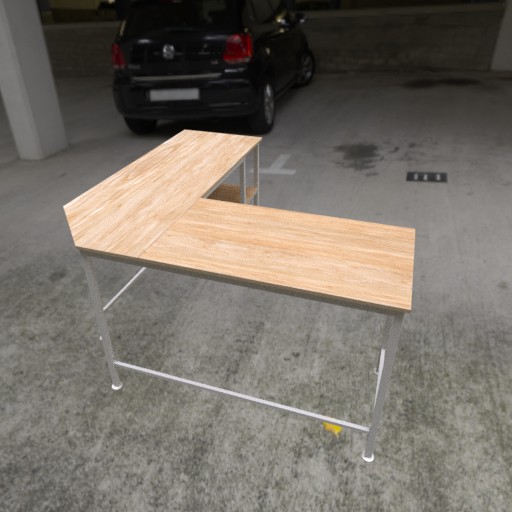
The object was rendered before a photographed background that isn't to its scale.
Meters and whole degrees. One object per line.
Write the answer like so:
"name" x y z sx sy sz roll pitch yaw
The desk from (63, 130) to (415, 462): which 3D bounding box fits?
"desk" 0.000 0.000 2.188 1.379 0.739 1.379 10 34 15
